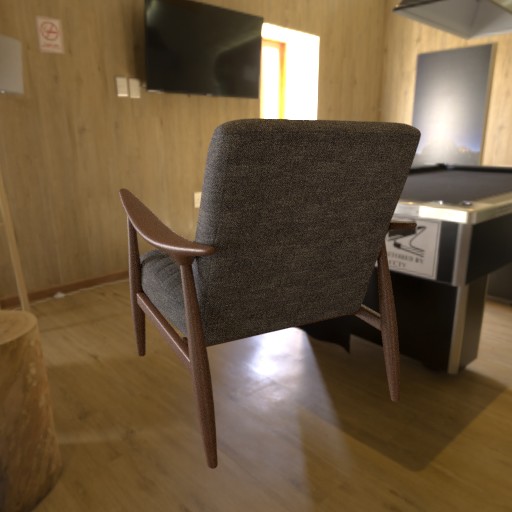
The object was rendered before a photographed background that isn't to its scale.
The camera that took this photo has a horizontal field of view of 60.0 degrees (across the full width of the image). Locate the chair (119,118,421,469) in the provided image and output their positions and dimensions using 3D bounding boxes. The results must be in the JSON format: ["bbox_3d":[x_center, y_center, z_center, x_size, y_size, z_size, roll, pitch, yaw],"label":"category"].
[{"bbox_3d":[0.000,0.000,1.435,0.741,0.832,0.798,-8,18,-26],"label":"chair"}]
